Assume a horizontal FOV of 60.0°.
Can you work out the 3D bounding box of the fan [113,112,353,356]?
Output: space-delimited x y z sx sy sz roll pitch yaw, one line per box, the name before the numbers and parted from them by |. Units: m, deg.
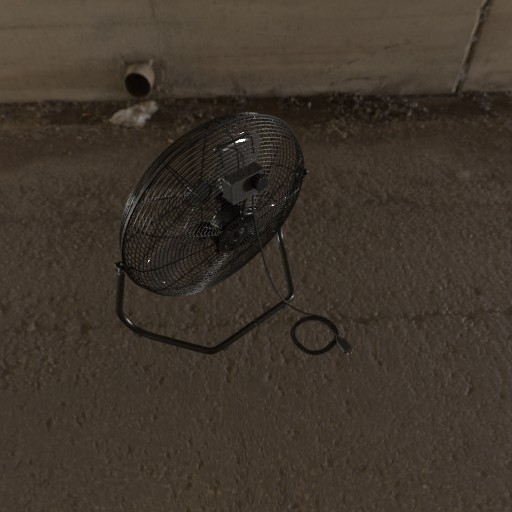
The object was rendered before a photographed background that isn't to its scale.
fan | 0.000 0.000 1.042 0.595 0.605 0.470 -31 55 -26
